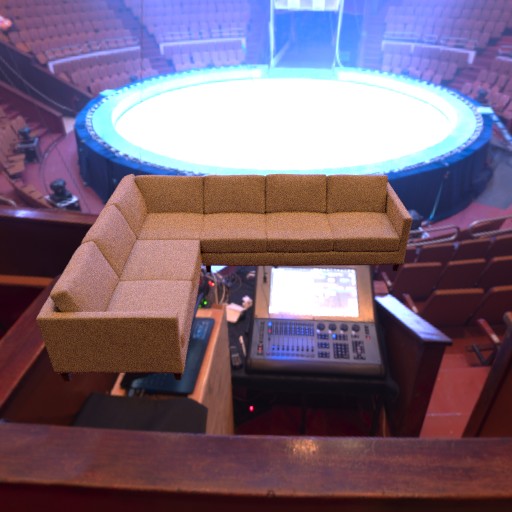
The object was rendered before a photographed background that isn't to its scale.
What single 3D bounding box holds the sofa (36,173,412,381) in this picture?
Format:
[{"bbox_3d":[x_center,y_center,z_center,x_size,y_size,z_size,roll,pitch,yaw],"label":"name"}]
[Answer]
[{"bbox_3d":[0.000,0.000,4.317,3.182,0.863,2.432,0,32,-1],"label":"sofa"}]
